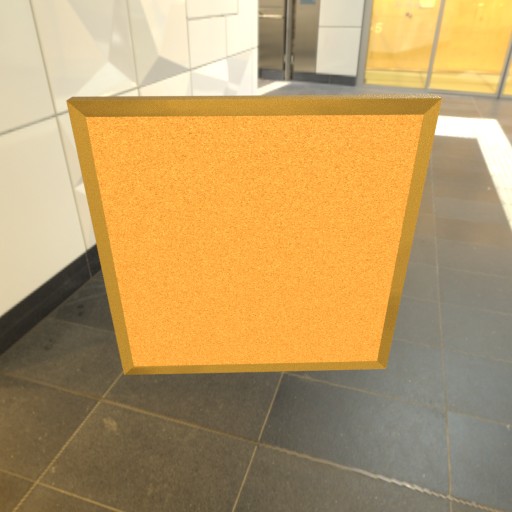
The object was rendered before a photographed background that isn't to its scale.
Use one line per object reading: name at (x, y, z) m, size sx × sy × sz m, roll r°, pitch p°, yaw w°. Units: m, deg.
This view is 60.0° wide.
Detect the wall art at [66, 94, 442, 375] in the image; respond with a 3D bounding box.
wall art at (0.000, 0.000, 1.110) m, size 0.762 × 0.762 × 0.038 m, roll -1°, pitch 31°, yaw -2°
